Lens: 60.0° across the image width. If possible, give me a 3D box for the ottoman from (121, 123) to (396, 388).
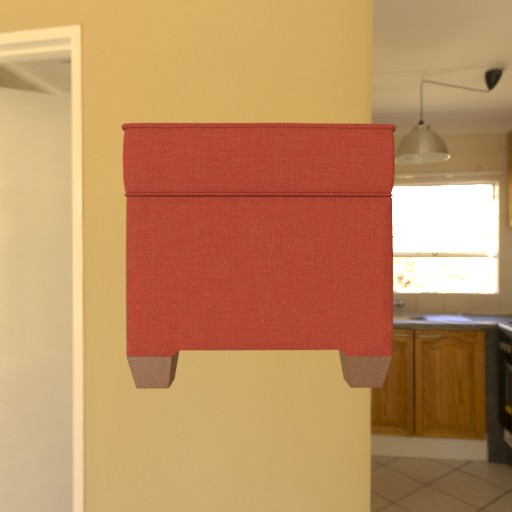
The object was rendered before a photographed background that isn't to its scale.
[{"bbox_3d":[0.000,0.000,1.207,0.497,0.454,0.948,0,0,-1],"label":"ottoman"}]
